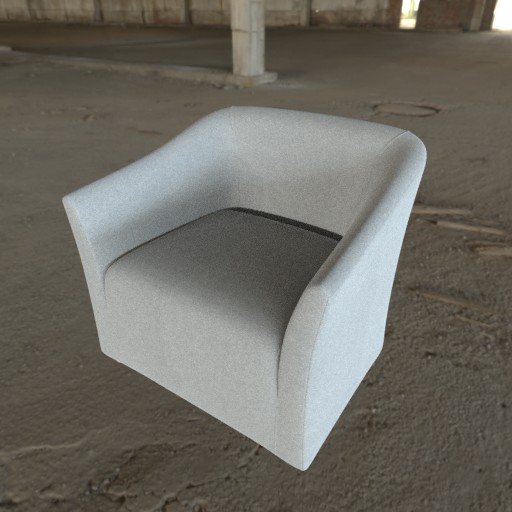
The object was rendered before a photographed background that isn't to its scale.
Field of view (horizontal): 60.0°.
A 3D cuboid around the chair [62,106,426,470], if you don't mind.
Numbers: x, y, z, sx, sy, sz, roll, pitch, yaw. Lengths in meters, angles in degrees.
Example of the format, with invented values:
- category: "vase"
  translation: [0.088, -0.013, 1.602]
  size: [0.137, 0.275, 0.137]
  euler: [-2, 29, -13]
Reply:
- category: "chair"
  translation: [0.000, 0.000, 1.325]
  size: [0.790, 0.720, 0.700]
  euler: [19, 35, 29]
